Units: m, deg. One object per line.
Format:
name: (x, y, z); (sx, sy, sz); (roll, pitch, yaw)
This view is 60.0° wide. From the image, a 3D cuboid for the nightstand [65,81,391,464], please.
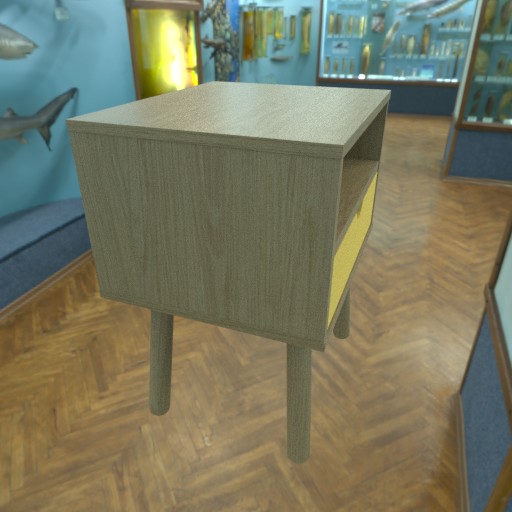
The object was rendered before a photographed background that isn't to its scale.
nightstand: (0.000, 0.000, 0.860); (0.380, 0.571, 0.450); (10, 30, 19)
